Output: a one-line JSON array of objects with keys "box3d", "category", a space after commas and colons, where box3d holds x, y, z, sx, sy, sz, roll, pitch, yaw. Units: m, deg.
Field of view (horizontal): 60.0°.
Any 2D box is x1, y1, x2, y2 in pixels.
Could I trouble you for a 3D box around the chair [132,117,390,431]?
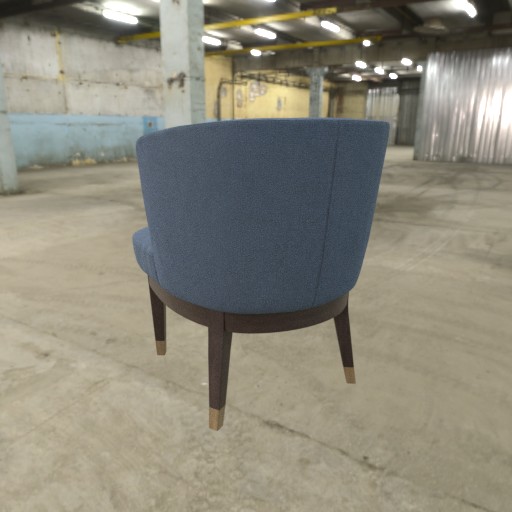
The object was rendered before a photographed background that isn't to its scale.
[{"box3d": [0.000, 0.000, 1.303, 0.661, 0.760, 0.702, -8, 18, -28], "category": "chair"}]
